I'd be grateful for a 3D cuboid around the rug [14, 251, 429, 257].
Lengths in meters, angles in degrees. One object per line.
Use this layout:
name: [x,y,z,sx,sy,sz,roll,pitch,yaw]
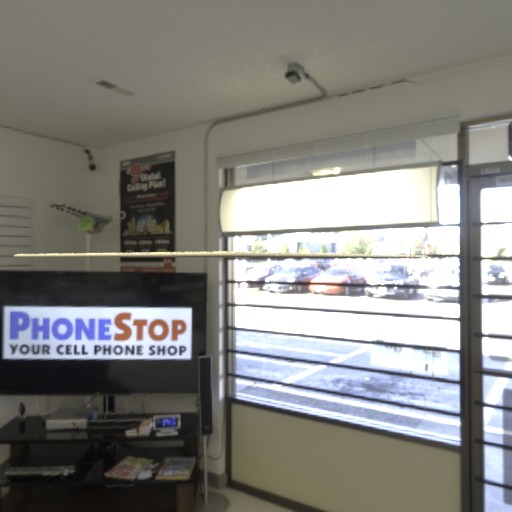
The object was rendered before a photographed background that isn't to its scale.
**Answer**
rug: [0.000,0.000,3.393,1.819,0.018,2.746,0,0,36]
